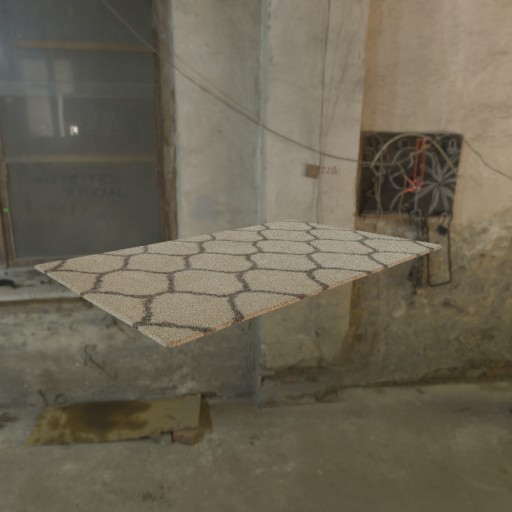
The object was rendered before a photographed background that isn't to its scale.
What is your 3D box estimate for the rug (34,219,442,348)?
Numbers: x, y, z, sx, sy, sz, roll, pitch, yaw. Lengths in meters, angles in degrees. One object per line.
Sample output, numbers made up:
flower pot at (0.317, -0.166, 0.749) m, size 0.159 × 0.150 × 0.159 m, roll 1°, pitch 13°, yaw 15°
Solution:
rug at (0.000, 0.000, 2.981) m, size 2.348 × 0.024 × 1.501 m, roll -14°, pitch 20°, yaw -42°
